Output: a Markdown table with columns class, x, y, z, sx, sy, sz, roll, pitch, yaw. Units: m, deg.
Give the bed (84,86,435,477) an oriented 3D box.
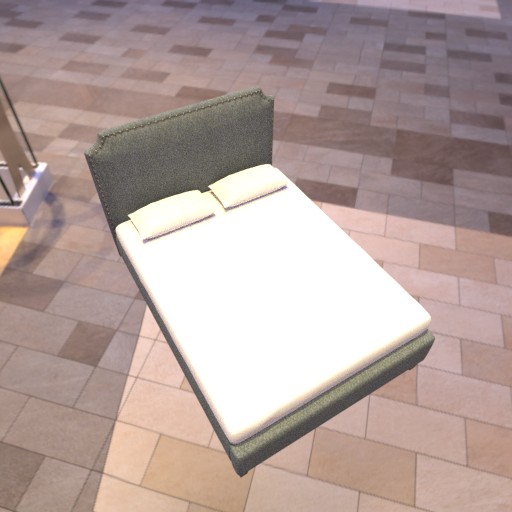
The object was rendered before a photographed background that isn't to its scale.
| class | x | y | z | sx | sy | sz | roll | pitch | yaw |
| --- | --- | --- | --- | --- | --- | --- | --- | --- | --- |
| bed | 0.000 | 0.000 | 3.458 | 1.712 | 1.443 | 2.372 | -24 | 52 | -20 |
